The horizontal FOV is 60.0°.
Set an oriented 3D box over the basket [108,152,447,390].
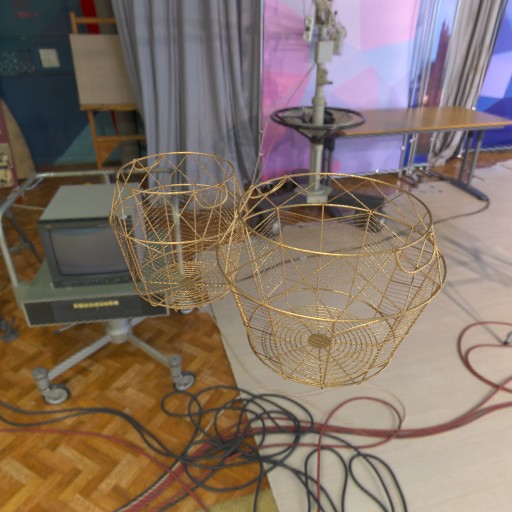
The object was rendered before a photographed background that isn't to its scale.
[{"bbox_3d":[0.000,0.000,1.020,0.805,0.343,0.451,20,36,29],"label":"basket"}]
